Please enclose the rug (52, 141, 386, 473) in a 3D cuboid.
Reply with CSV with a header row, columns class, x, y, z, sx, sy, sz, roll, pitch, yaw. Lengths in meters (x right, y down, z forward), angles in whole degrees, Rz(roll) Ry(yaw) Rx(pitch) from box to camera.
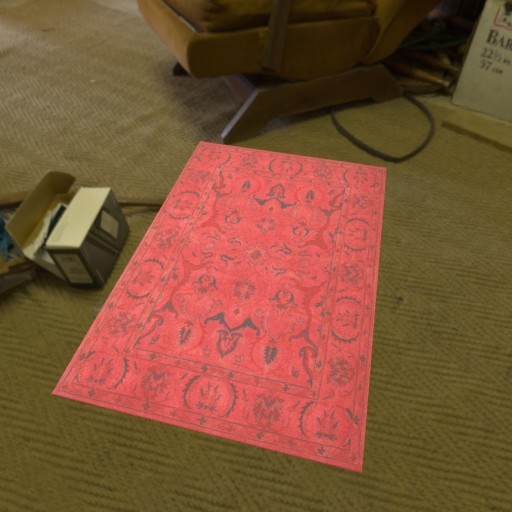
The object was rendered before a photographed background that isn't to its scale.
class,x,y,z,sx,sy,sz,roll,pitch,yaw
rug,0.000,0.000,2.237,1.209,0.008,1.814,10,48,9
